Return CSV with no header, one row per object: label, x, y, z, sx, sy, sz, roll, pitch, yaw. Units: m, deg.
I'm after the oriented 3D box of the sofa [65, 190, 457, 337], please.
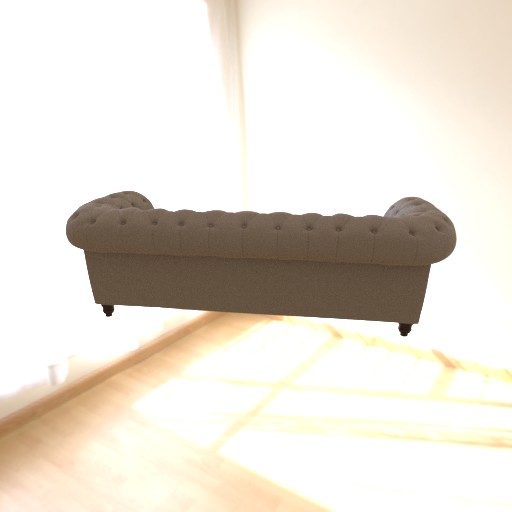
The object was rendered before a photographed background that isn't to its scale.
sofa,0.000,0.000,2.960,2.411,0.749,0.991,2,17,8
